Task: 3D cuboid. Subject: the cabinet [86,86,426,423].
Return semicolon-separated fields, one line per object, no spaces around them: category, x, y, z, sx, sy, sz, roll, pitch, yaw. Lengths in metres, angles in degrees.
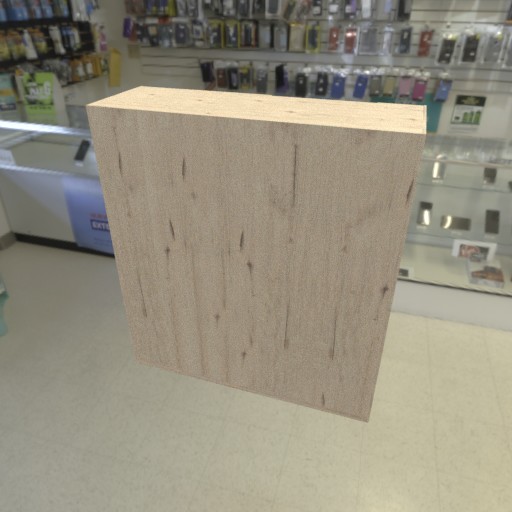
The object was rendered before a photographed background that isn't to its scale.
cabinet;0.000;0.000;3.305;2.000;2.180;0.660;10;33;16
